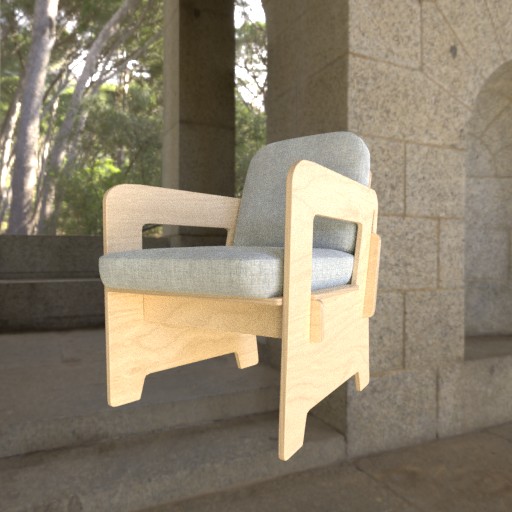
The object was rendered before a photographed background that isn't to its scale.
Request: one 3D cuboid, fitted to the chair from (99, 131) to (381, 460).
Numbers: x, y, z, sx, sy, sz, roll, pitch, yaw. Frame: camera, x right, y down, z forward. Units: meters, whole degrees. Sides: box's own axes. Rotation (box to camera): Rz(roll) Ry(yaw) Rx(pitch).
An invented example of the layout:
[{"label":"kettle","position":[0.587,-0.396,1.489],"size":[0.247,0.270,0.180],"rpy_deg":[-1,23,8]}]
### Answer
[{"label":"chair","position":[0.000,0.000,1.254],"size":[0.590,0.800,0.710],"rpy_deg":[0,1,35]}]
